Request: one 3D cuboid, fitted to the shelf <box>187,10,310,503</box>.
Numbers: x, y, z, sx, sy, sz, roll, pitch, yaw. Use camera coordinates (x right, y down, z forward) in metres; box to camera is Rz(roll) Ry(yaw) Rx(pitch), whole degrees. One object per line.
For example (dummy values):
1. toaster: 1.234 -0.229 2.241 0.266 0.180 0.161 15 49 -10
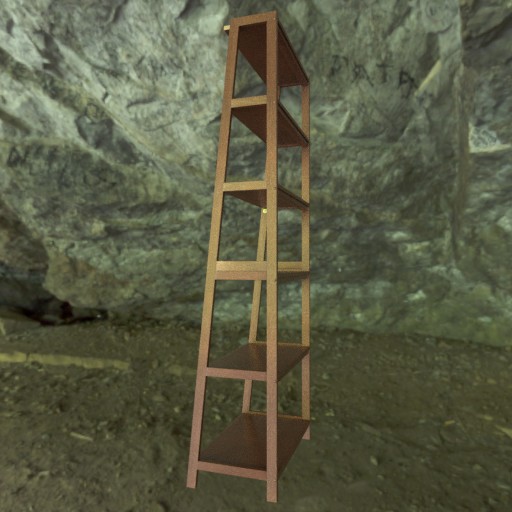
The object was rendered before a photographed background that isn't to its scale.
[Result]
1. shelf: 0.000 0.000 2.073 0.382 1.892 0.660 0 -1 18
